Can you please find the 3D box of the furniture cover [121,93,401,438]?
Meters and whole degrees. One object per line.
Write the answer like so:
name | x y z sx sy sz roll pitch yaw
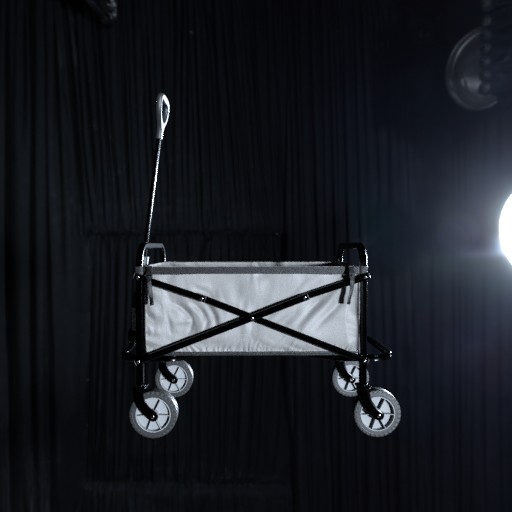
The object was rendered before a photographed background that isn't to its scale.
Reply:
furniture cover | 0.000 0.000 1.809 1.038 1.295 0.532 0 1 -1
